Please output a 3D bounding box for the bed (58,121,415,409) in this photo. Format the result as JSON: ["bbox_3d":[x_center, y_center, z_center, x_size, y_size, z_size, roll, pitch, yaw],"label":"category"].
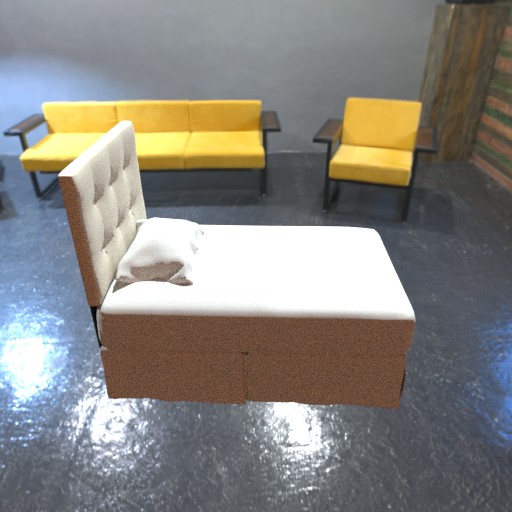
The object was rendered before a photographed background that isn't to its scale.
[{"bbox_3d":[0.000,0.000,3.068,1.997,1.571,1.261,1,30,1],"label":"bed"}]
